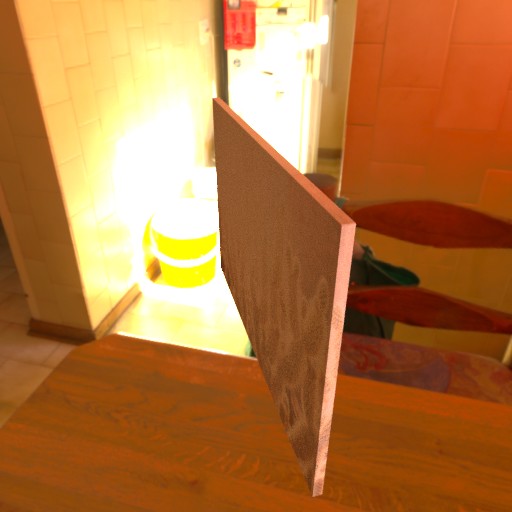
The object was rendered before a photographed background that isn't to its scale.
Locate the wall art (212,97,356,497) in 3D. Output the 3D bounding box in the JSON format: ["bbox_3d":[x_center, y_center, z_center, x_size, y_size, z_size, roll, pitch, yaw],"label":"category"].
[{"bbox_3d":[0.000,0.000,1.870,0.038,1.012,1.525,-8,31,-13],"label":"wall art"}]
